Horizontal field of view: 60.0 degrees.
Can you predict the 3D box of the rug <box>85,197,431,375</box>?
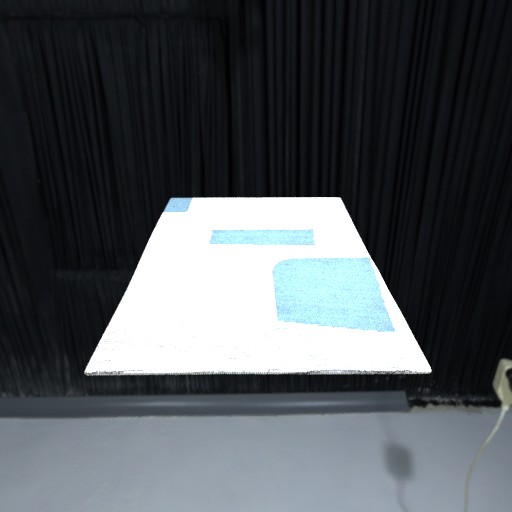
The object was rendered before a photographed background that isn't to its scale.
[{"bbox_3d":[0.000,0.000,2.393,1.238,0.020,1.847,0,27,0],"label":"rug"}]
